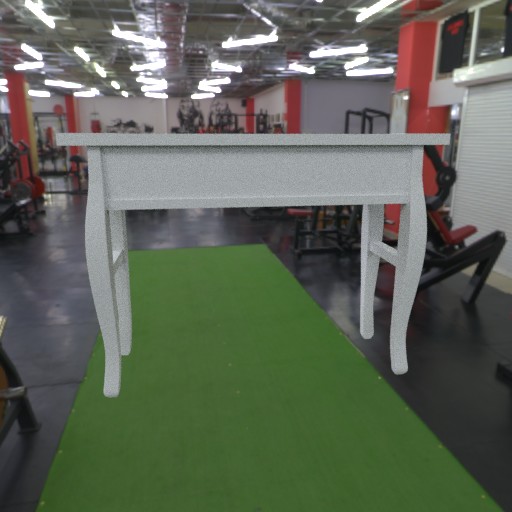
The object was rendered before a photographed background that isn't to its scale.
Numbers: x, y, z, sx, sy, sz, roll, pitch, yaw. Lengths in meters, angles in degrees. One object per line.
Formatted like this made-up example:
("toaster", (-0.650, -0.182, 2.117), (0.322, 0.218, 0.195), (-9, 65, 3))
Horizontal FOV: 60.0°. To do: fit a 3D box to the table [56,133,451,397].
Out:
("table", (0.000, 0.000, 1.447), (1.062, 0.768, 0.373), (-2, 15, -8))
